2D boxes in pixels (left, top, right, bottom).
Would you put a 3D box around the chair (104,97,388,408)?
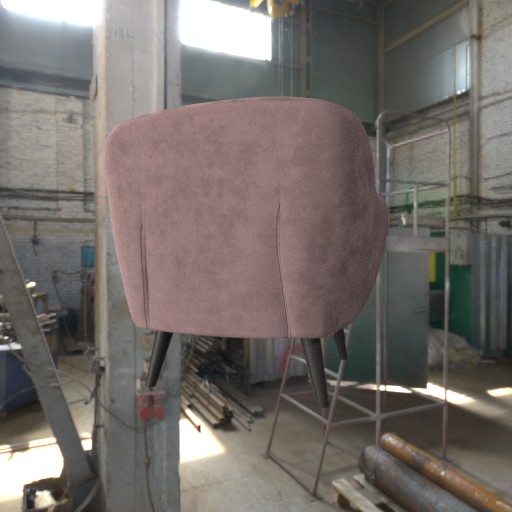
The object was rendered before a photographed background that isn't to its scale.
[{"bbox_3d":[0.000,0.000,1.522,0.840,0.820,0.820,0,1,19],"label":"chair"}]
